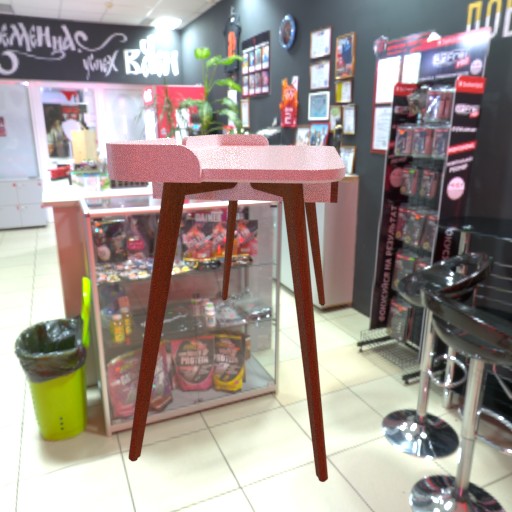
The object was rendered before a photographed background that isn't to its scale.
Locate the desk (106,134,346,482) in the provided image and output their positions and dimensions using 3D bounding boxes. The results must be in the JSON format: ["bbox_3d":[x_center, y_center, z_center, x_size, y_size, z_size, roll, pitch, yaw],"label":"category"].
[{"bbox_3d":[0.000,0.000,1.563,0.534,0.807,1.206,2,16,8],"label":"desk"}]
